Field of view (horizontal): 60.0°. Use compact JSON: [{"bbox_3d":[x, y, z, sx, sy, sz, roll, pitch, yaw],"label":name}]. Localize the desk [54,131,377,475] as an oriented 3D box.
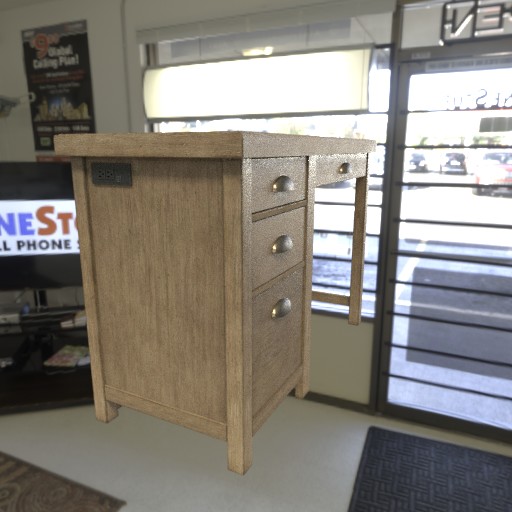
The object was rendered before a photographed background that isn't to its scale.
[{"bbox_3d":[0.000,0.000,1.766,0.610,0.912,1.289,7,15,27],"label":"desk"}]
